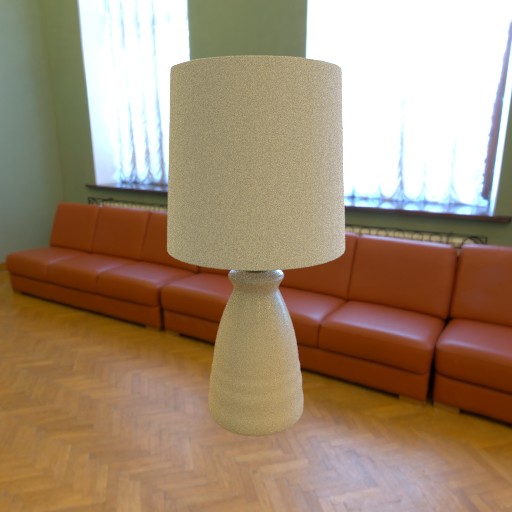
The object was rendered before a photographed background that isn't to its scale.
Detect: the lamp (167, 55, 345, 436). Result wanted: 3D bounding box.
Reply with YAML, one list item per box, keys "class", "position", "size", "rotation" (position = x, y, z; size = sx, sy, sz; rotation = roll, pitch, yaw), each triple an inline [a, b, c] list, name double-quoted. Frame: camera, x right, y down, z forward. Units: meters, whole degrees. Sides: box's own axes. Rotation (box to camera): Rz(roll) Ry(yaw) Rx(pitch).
- class: "lamp"
  position: [0.000, 0.000, 0.475]
  size: [0.186, 0.369, 0.186]
  rotation: [0, 15, 0]
